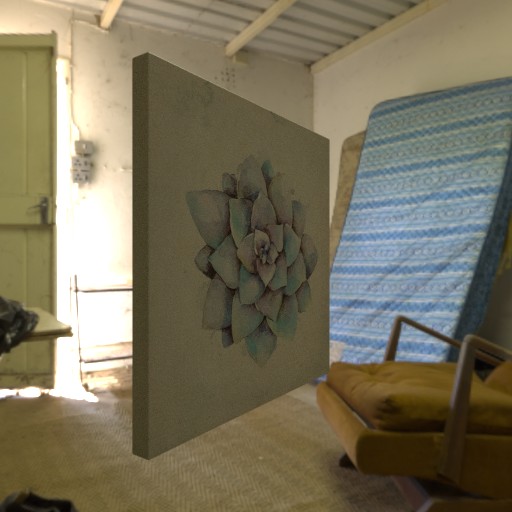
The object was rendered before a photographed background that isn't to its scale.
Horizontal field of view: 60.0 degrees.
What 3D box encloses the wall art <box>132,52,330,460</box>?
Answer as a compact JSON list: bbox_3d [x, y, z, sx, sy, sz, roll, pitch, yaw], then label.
[{"bbox_3d":[0.000,0.000,0.923,0.040,0.612,0.612,0,0,35],"label":"wall art"}]
